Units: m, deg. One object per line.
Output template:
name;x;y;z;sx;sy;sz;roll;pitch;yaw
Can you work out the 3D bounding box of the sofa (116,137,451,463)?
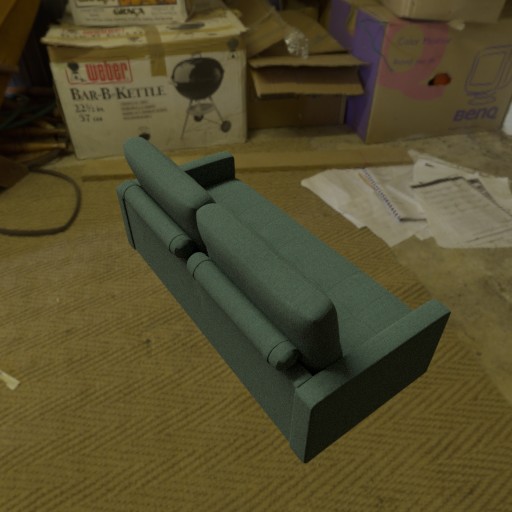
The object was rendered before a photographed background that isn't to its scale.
sofa;0.000;0.000;2.629;0.966;1.050;2.010;-25;46;-26
